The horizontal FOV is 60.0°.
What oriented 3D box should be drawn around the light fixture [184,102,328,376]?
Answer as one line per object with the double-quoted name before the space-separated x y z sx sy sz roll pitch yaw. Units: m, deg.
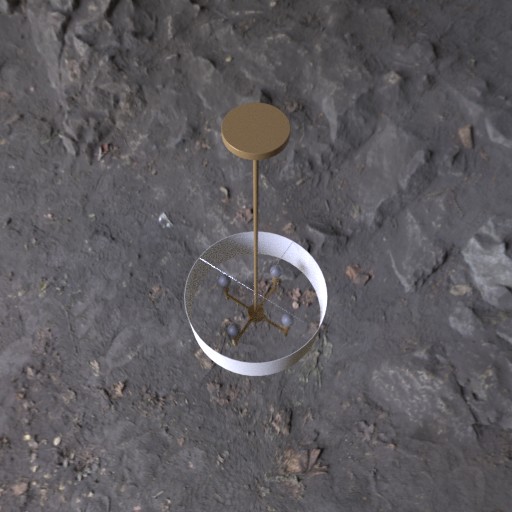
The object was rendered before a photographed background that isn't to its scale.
"light fixture" 0.000 0.000 1.337 0.508 1.067 0.508 0 62 0
